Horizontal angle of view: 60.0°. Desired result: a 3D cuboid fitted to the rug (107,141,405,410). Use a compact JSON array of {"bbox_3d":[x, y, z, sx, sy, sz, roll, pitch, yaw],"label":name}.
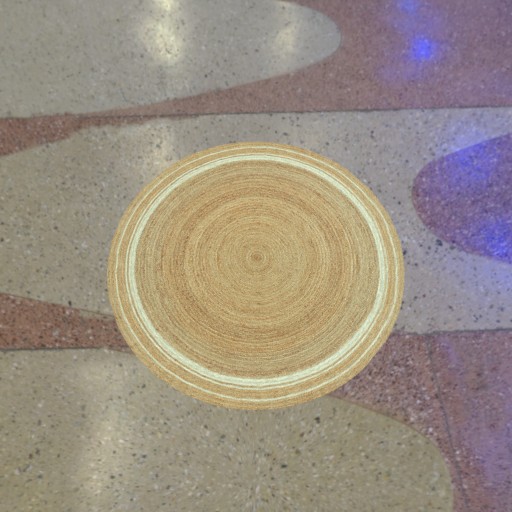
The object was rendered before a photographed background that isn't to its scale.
[{"bbox_3d":[0.000,0.000,3.685,2.444,0.015,2.444,0,63,0],"label":"rug"}]
